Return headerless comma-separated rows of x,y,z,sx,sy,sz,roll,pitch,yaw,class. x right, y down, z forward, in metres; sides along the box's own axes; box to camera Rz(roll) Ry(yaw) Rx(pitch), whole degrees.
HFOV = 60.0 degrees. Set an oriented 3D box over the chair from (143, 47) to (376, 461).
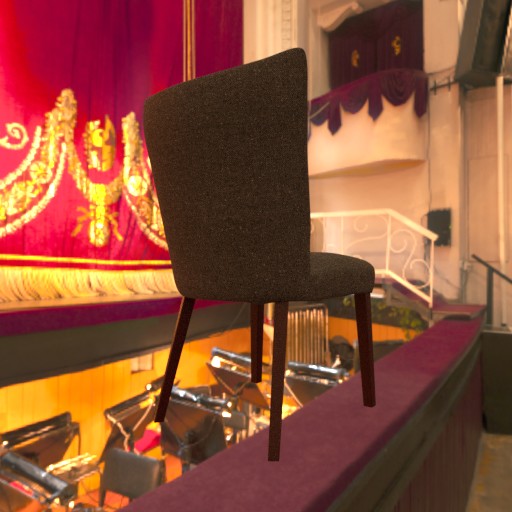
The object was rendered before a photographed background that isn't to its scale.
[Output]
0.000,0.000,1.278,0.535,0.924,0.623,0,-1,37,chair
